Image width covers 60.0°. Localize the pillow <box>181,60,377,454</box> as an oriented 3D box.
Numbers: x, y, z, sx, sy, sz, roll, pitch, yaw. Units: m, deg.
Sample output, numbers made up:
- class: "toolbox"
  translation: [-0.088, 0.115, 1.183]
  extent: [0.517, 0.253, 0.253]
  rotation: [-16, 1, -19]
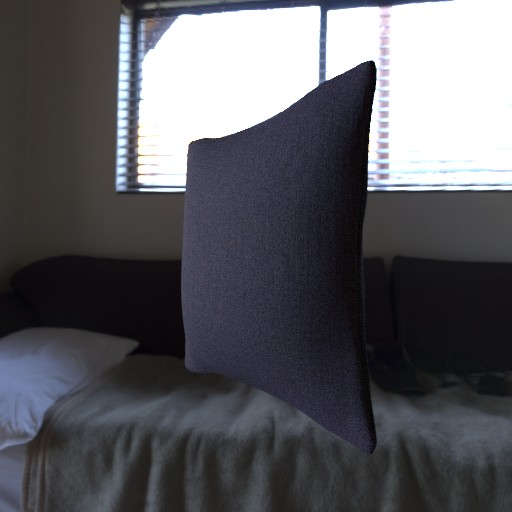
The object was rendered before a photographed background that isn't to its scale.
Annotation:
- class: "pillow"
  translation: [0.000, 0.000, 0.638]
  extent: [0.136, 0.419, 0.437]
  rotation: [0, 0, -35]
